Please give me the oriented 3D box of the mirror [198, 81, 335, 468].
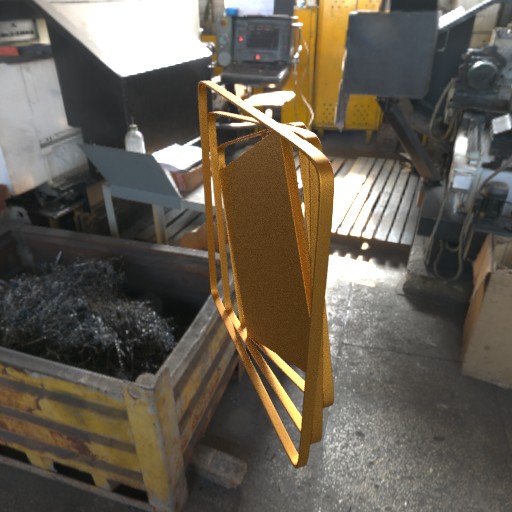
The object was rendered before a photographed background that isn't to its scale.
[{"bbox_3d":[0.000,0.000,0.702,0.045,0.468,0.470,-11,33,-17],"label":"mirror"}]
